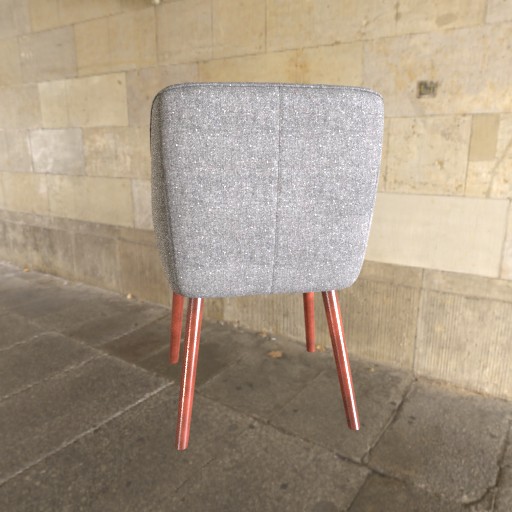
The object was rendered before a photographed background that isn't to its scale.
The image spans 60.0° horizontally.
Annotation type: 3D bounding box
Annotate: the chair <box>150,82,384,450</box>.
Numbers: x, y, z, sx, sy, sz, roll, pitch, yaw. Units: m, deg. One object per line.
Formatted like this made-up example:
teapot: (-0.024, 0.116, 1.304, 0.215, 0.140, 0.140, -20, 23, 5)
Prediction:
chair: (0.000, 0.000, 1.178, 0.543, 0.803, 0.519, -2, 14, -10)
